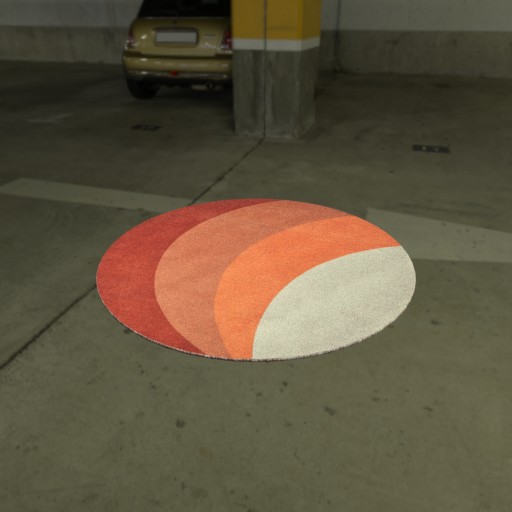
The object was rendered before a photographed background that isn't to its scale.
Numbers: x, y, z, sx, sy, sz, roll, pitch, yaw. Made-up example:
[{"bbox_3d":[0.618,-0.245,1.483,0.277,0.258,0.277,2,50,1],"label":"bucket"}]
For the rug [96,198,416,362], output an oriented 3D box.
[{"bbox_3d":[0.000,0.000,2.203,1.514,0.015,1.514,0,29,0],"label":"rug"}]
